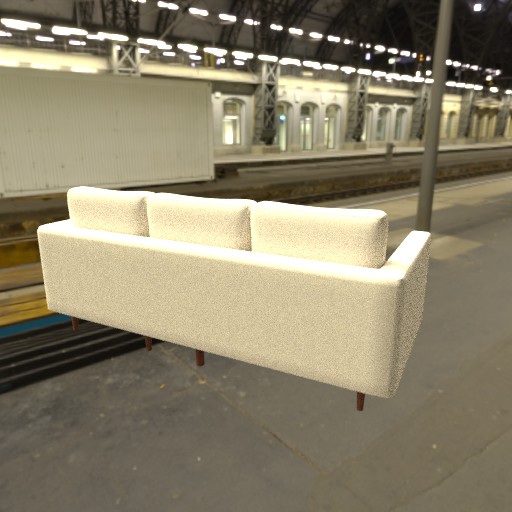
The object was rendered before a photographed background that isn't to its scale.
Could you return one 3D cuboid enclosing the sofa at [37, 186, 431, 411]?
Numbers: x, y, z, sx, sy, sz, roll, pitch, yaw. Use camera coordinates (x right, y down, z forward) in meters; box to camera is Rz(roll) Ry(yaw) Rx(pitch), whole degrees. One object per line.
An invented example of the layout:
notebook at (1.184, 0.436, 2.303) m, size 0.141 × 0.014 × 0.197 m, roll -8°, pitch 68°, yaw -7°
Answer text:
sofa at (0.000, 0.000, 2.800) m, size 2.029 × 0.899 × 1.580 m, roll 8°, pitch 18°, yaw 26°
